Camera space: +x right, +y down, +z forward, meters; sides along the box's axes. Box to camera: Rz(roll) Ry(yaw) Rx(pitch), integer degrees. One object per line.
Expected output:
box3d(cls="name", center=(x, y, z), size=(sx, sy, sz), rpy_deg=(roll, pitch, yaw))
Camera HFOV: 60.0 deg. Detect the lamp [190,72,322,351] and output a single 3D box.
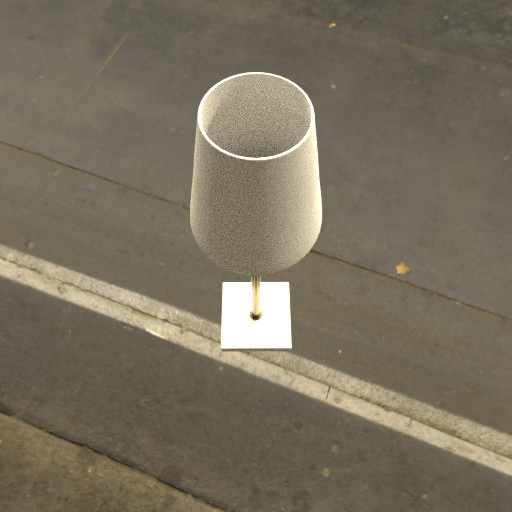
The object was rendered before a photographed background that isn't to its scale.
box3d(cls="lamp", center=(0.000, 0.000, 0.727), size=(0.181, 0.639, 0.181), rpy_deg=(0, 64, 0))
